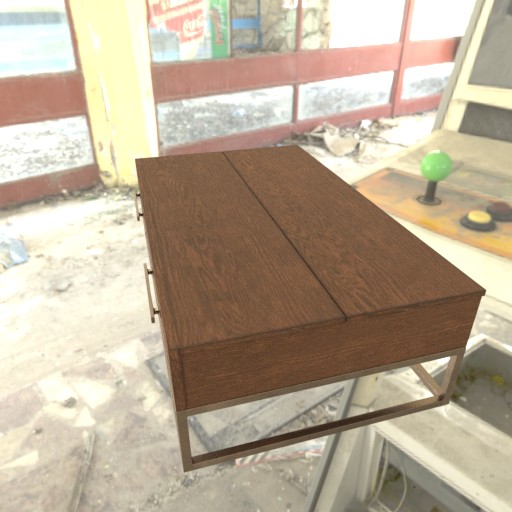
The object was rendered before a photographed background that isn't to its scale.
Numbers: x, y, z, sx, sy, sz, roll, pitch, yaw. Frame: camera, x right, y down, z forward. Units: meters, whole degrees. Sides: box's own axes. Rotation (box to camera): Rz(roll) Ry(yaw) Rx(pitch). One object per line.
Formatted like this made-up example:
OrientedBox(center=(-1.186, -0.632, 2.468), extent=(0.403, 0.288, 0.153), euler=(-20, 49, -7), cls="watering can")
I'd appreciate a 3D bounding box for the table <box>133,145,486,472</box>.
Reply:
OrientedBox(center=(0.000, 0.000, 1.465), extent=(0.719, 0.361, 1.167), euler=(-8, 31, -14), cls="table")
